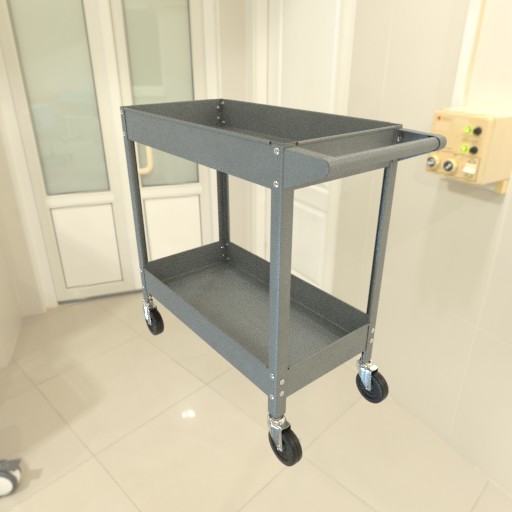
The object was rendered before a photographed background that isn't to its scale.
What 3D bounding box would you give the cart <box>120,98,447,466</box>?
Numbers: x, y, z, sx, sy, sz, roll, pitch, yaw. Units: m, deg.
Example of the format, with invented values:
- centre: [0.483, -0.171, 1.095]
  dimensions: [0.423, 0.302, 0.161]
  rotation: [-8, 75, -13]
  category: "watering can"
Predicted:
- centre: [0.000, 0.000, 1.182]
  dimensions: [0.366, 0.719, 0.779]
  rotation: [-19, 31, -34]
  category: "cart"
